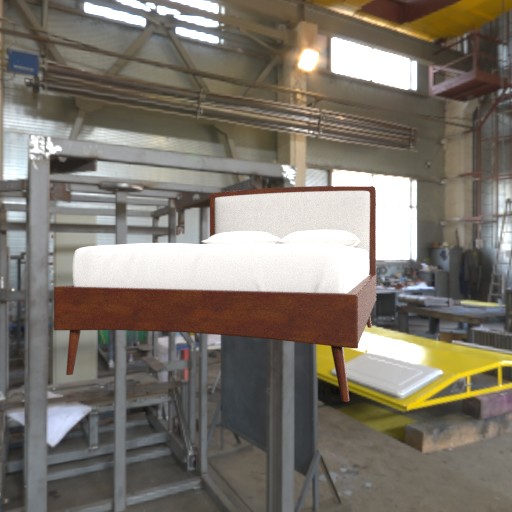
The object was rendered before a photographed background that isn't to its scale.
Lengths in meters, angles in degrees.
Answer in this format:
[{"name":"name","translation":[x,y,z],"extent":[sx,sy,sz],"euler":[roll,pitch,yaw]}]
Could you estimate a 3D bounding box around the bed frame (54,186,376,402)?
[{"name":"bed frame","translation":[0.000,0.000,3.172],"extent":[1.587,1.279,2.171],"euler":[0,0,17]}]
